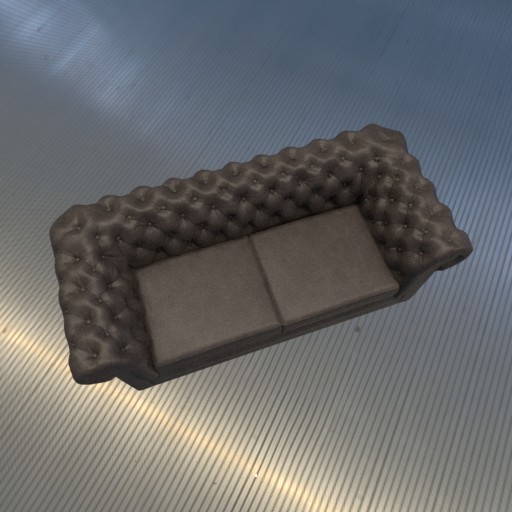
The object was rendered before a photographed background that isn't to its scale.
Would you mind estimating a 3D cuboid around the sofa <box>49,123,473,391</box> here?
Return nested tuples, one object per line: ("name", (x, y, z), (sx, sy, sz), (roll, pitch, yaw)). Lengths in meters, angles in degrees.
("sofa", (0.000, 0.000, 2.549), (2.048, 0.779, 0.944), (-17, 65, -8))
